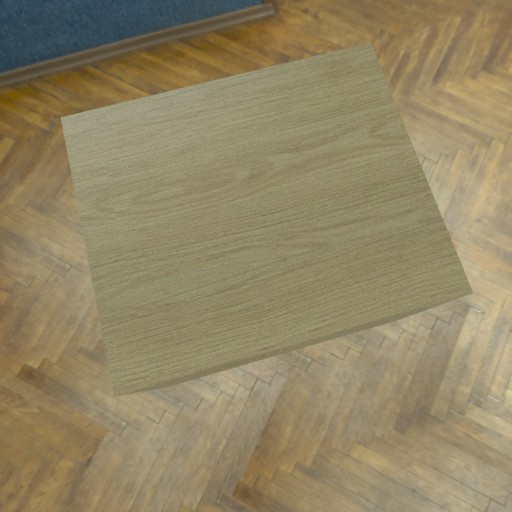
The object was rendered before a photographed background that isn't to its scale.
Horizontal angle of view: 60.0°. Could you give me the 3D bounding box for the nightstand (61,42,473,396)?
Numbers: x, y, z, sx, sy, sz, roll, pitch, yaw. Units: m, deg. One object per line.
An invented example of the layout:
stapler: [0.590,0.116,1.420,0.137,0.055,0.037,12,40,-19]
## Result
nightstand: [0.000,0.000,0.854,0.450,0.571,0.380,-15,76,-4]
